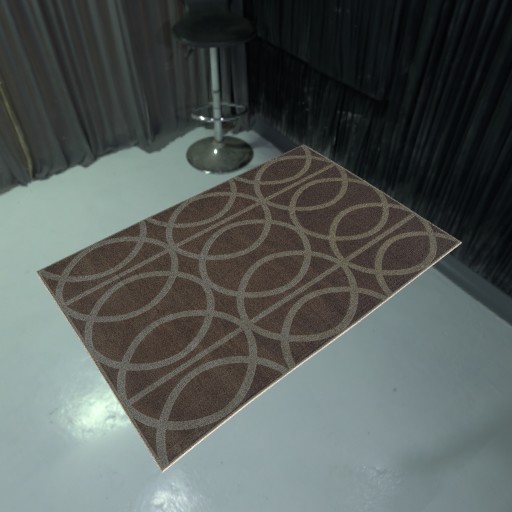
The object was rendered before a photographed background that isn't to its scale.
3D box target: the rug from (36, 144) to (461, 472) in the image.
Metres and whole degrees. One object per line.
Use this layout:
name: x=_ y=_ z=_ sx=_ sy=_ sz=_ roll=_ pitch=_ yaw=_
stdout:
rug: x=0.000 y=0.000 z=2.841 sx=2.290 sy=0.014 sz=1.526 roll=-30 pitch=53 yaw=-26
